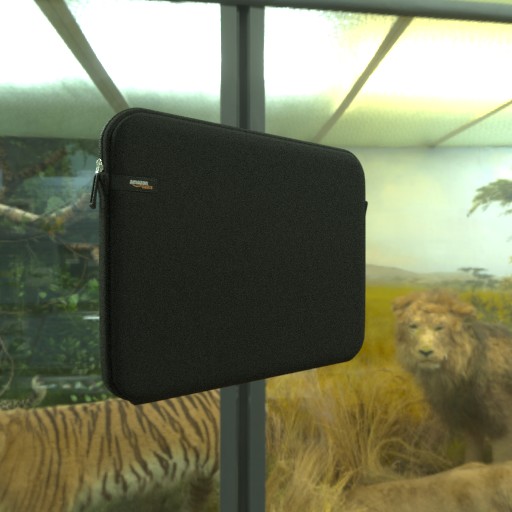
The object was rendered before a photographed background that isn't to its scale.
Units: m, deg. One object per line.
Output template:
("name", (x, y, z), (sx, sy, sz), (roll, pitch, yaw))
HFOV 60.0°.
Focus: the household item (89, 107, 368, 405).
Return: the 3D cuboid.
("household item", (0.000, 0.000, 0.544), (0.396, 0.305, 0.030), (0, 0, -36))
